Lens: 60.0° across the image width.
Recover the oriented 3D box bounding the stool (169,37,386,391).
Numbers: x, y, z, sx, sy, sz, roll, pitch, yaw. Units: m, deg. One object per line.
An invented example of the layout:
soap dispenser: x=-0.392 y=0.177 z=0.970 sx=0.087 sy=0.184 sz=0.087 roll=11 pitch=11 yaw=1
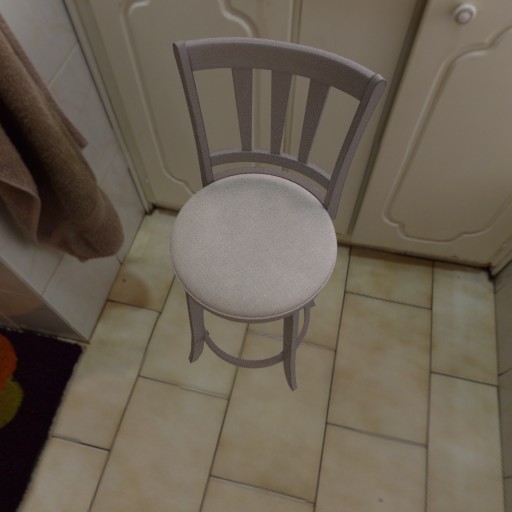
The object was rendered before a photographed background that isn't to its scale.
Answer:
stool: x=0.000 y=0.000 z=1.232 sx=0.436 sy=1.023 sz=0.475 roll=13 pitch=60 yaw=8
